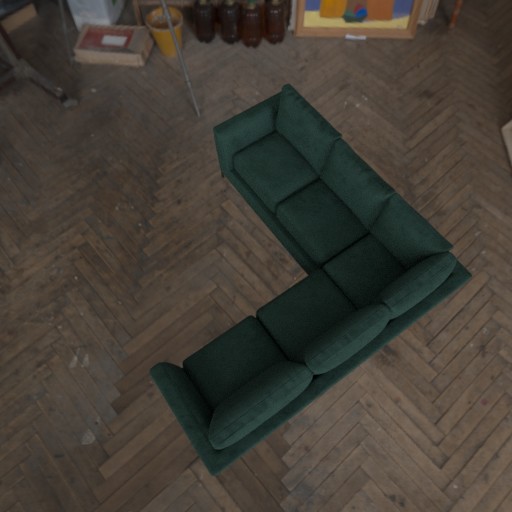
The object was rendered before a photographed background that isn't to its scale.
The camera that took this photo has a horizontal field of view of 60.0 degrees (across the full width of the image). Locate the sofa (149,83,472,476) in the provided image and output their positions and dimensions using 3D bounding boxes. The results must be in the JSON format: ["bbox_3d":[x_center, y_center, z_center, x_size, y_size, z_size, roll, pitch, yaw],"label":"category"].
[{"bbox_3d":[0.000,0.000,3.826,2.452,1.004,2.468,-33,68,-15],"label":"sofa"}]
